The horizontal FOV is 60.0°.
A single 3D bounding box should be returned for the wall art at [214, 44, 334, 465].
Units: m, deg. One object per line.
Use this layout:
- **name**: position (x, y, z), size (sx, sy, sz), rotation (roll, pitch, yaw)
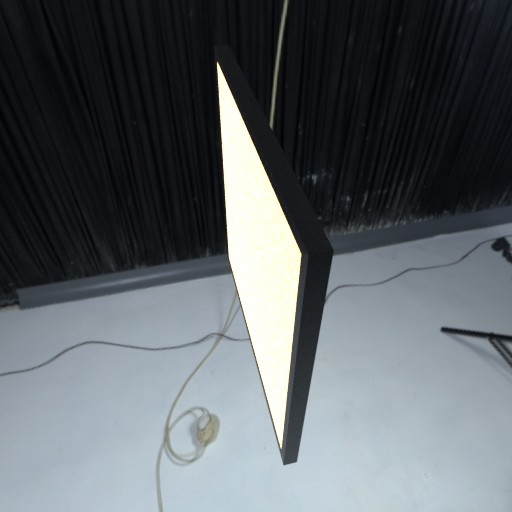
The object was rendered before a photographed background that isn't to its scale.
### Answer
- **wall art**: position (0.000, 0.000, 1.116), size (0.036, 0.755, 0.756), rotation (-10, 46, -9)
